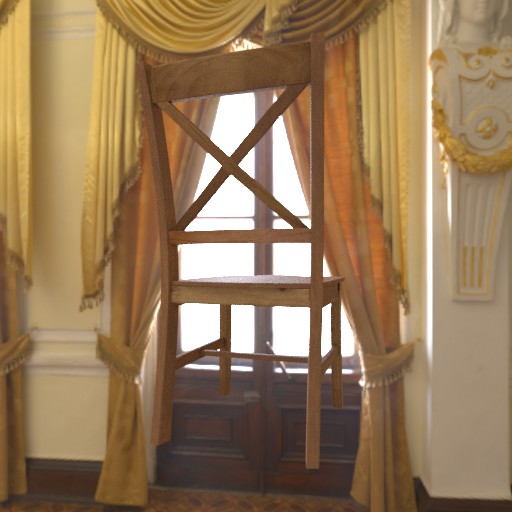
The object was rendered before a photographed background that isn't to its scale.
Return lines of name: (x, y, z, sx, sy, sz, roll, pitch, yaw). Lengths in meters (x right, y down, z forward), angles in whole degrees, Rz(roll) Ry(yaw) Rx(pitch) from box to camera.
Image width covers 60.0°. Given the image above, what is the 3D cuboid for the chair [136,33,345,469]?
chair: (0.000, 0.000, 1.287, 0.485, 0.983, 0.542, 0, 0, 19)
